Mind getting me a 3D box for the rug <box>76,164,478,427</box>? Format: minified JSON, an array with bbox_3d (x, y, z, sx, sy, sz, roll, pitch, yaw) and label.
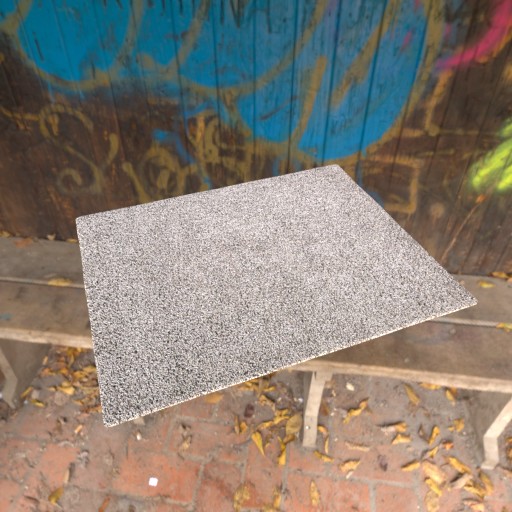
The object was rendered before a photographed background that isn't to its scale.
[{"bbox_3d":[0.000,0.000,4.129,3.047,0.029,2.438,-14,43,-16],"label":"rug"}]
